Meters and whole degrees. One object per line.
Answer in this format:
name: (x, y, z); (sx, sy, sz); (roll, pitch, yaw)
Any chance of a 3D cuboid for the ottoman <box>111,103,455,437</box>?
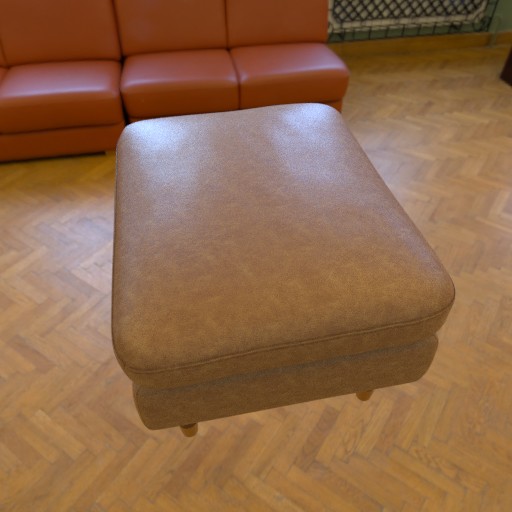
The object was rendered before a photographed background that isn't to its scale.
ottoman: (0.000, 0.000, 1.061); (0.593, 0.478, 0.747); (-9, 46, -8)
